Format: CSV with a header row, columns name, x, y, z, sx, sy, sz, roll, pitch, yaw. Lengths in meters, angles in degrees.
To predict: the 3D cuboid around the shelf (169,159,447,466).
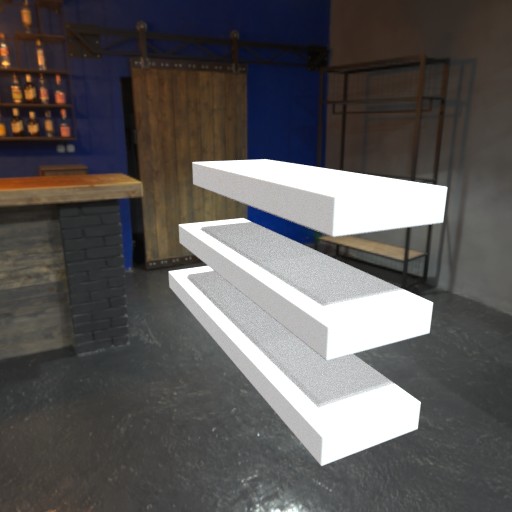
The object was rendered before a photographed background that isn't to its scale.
name,x,y,z,sx,sy,sz,roll,pitch,yaw
shelf,0.000,0.000,0.728,0.140,0.293,0.610,-8,18,-25
